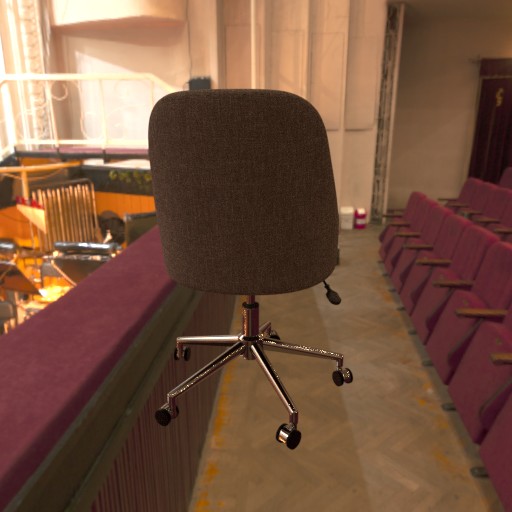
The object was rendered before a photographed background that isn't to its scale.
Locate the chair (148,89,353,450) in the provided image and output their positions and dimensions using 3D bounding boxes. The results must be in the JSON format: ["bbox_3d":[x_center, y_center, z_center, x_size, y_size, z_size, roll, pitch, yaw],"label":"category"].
[{"bbox_3d":[0.000,0.000,1.422,0.671,0.950,0.712,2,16,8],"label":"chair"}]
